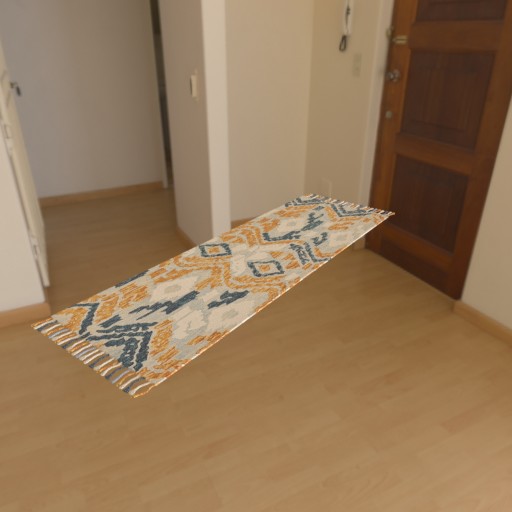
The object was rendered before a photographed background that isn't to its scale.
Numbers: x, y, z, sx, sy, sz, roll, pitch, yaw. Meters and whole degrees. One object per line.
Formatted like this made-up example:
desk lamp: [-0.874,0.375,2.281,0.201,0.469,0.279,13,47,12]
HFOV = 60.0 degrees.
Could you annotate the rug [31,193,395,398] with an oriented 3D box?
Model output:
rug: [0.000,0.000,2.713,0.783,0.010,2.437,19,32,33]
